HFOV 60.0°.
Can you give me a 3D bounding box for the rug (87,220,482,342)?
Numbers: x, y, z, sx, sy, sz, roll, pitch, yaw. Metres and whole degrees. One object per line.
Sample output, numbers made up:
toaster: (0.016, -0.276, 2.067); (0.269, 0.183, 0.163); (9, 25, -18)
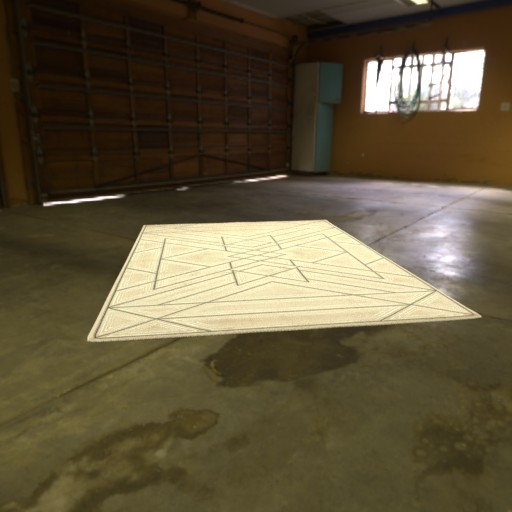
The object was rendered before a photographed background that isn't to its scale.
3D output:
rug: (0.000, 0.000, 4.267); (2.436, 0.026, 3.381); (-2, 15, -8)
